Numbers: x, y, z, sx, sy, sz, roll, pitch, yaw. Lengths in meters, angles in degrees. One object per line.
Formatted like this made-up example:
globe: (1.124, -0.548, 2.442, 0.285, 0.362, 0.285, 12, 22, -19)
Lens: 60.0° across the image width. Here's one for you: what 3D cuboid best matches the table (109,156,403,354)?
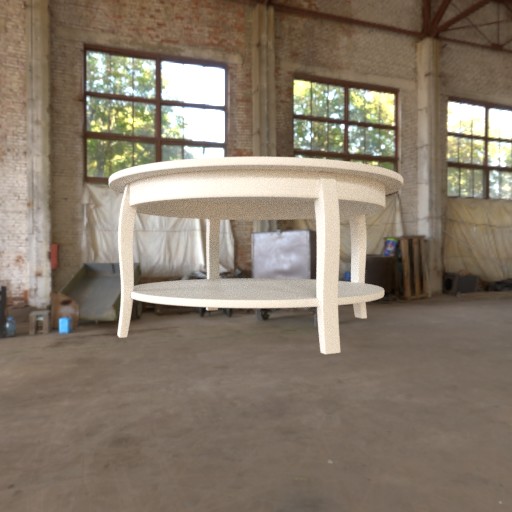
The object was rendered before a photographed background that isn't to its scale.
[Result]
table: (0.000, 0.000, 1.446, 0.910, 0.457, 0.910, 0, 1, 0)
